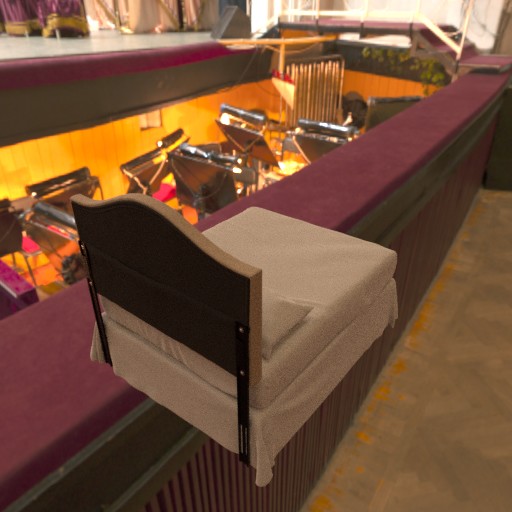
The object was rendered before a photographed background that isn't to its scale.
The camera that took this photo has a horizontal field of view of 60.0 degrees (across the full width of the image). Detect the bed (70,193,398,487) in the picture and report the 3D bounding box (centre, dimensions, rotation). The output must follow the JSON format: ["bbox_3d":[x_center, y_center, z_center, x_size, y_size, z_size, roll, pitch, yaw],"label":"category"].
[{"bbox_3d":[0.000,0.000,3.555,1.876,1.645,2.221,22,36,33],"label":"bed"}]
